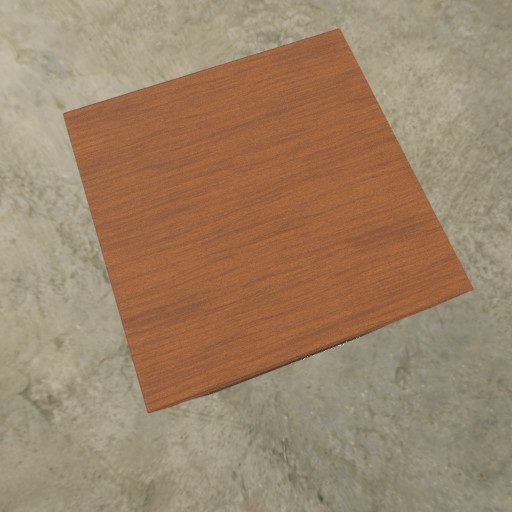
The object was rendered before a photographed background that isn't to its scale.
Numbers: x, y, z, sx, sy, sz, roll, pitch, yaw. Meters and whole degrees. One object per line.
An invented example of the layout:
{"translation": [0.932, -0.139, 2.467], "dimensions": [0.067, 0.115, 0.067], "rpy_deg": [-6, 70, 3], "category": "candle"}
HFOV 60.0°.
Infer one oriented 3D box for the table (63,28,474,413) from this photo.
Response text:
{"translation": [0.000, 0.000, 0.811], "dimensions": [0.397, 0.540, 0.398], "rpy_deg": [-19, 75, -5], "category": "table"}
